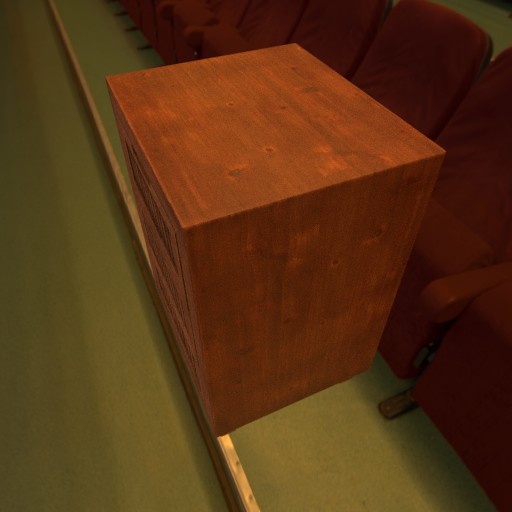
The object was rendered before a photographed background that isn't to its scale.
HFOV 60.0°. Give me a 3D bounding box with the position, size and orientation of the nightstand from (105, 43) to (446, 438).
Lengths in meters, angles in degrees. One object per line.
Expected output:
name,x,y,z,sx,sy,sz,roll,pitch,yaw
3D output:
nightstand,0.000,0.000,0.984,0.410,0.695,0.465,-18,48,-17
